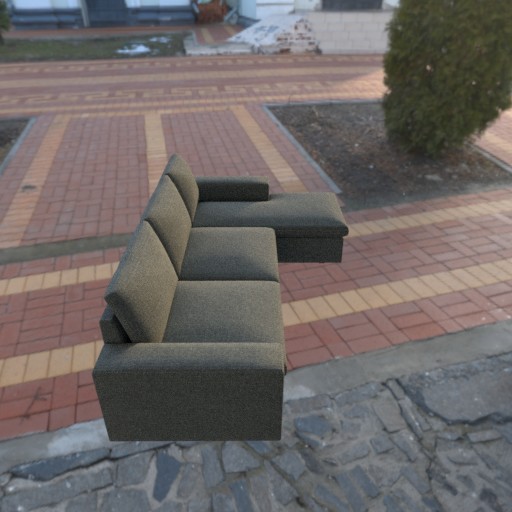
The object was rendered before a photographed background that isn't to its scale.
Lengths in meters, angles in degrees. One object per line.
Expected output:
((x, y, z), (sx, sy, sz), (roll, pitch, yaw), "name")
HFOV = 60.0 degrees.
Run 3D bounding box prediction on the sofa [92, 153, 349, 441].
((0.000, 0.000, 3.471), (1.689, 0.940, 2.718), (0, 31, 0), "sofa")
